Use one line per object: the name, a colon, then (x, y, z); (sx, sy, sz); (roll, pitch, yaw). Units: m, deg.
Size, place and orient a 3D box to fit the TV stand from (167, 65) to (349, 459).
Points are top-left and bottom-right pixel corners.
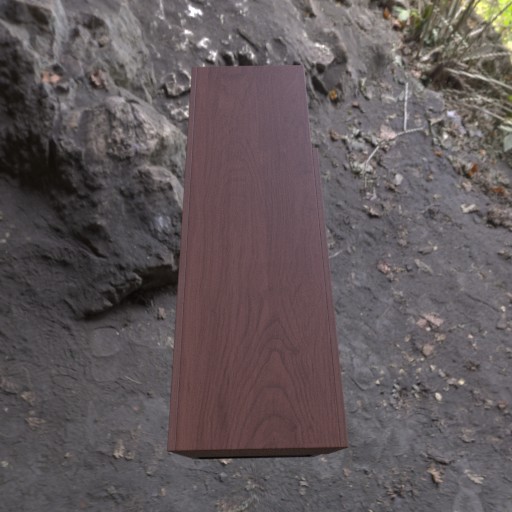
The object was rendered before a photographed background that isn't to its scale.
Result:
TV stand: (0.000, 0.000, 1.466); (0.415, 0.500, 1.200); (-1, 63, 0)
